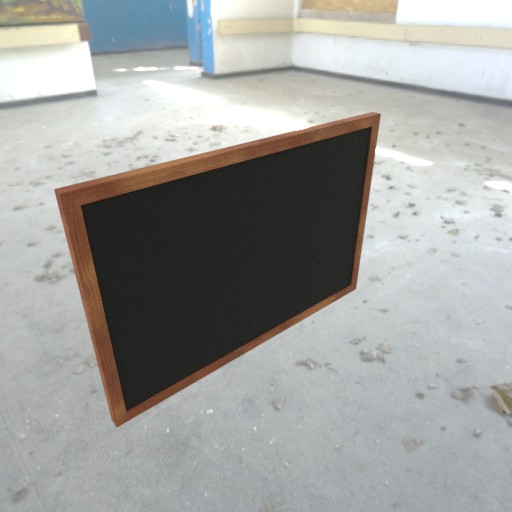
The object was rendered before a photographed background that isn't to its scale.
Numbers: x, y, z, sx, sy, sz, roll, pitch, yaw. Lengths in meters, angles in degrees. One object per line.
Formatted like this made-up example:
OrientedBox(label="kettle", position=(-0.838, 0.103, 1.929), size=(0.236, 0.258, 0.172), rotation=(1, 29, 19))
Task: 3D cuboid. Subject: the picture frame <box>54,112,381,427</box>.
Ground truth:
OrientedBox(label="picture frame", position=(0.000, 0.000, 1.236), size=(0.950, 0.640, 0.029), rotation=(-23, 38, -33))
